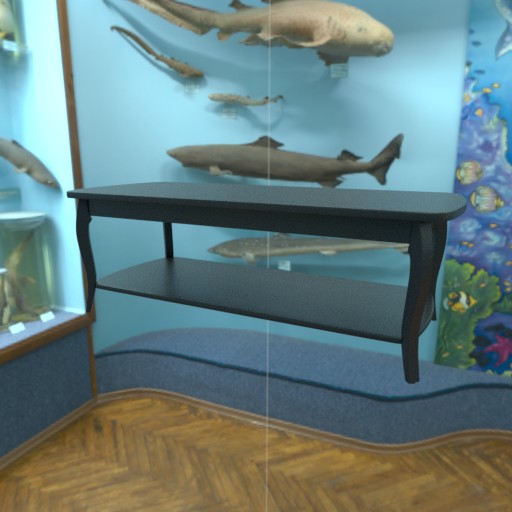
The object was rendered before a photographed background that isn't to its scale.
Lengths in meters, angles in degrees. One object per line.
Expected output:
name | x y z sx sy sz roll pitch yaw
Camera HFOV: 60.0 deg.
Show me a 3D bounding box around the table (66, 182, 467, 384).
table | 0.000 0.000 1.593 1.333 0.457 0.571 7 15 26
